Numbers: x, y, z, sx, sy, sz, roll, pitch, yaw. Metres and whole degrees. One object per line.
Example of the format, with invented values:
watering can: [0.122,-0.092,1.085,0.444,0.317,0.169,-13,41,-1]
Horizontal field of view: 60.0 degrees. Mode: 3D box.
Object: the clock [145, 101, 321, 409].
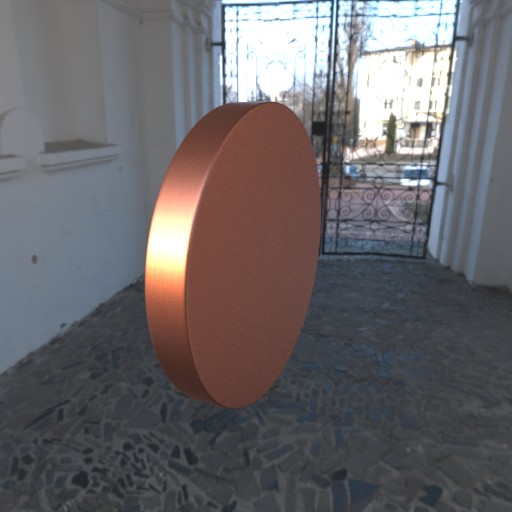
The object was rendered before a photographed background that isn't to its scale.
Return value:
clock: [0.000,0.000,0.476,0.040,0.313,0.313,8,19,25]
